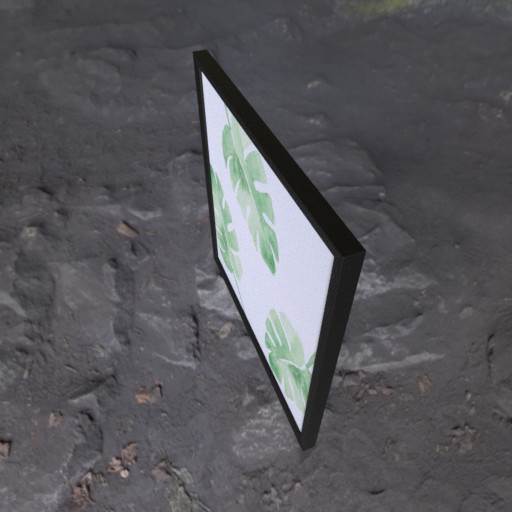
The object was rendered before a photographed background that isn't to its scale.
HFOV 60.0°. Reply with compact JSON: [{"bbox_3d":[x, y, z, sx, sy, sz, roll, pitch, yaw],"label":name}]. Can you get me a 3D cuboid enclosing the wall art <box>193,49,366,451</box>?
[{"bbox_3d":[0.000,0.000,1.158,0.038,0.765,0.765,-16,49,-15],"label":"wall art"}]
